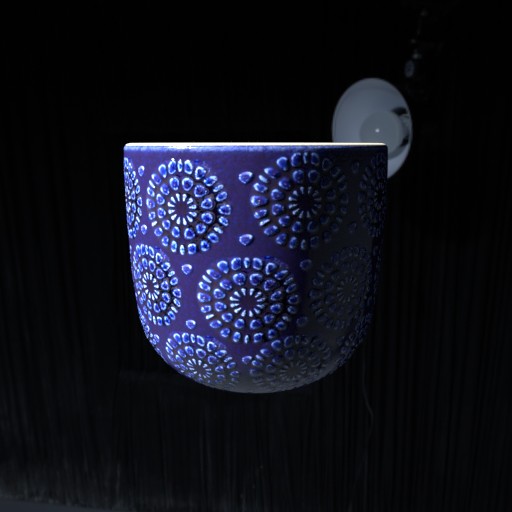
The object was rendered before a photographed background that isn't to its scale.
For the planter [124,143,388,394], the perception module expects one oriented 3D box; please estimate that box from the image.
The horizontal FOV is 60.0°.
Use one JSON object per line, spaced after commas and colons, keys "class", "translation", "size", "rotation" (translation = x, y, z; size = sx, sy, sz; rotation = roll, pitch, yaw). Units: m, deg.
{"class": "planter", "translation": [0.000, 0.000, 0.303], "size": [0.165, 0.149, 0.165], "rotation": [0, 14, 0]}
